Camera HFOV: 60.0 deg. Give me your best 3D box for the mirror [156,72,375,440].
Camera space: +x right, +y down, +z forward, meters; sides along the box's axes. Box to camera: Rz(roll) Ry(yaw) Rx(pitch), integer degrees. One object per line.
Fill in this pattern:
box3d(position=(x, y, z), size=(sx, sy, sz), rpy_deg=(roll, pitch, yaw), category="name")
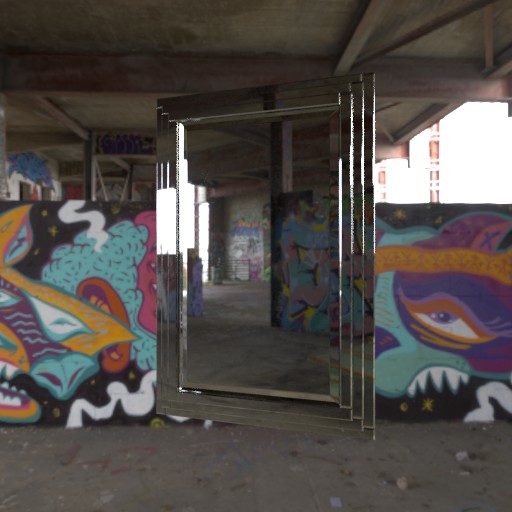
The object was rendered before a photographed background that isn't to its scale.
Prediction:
box3d(position=(0.000, 0.000, 1.185), size=(0.613, 0.914, 0.039), rpy_deg=(0, 0, 18), category="mirror")
